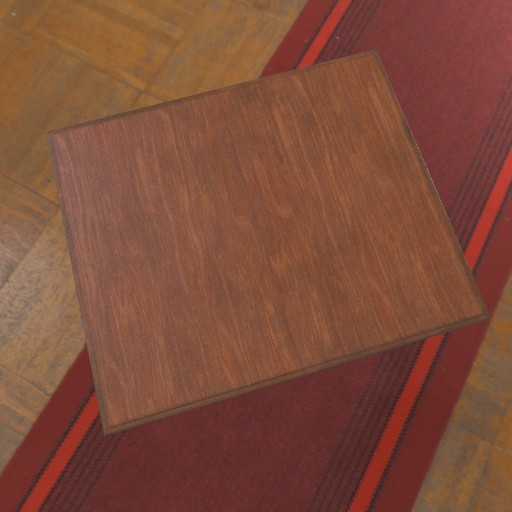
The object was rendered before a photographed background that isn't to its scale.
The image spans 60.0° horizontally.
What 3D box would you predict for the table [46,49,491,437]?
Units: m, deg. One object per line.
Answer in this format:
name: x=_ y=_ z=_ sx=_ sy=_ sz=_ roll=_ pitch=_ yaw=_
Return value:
table: x=0.000 y=0.000 z=1.545 sx=0.991 sy=0.761 sz=0.838 roll=-16 pitch=76 yaw=-4
